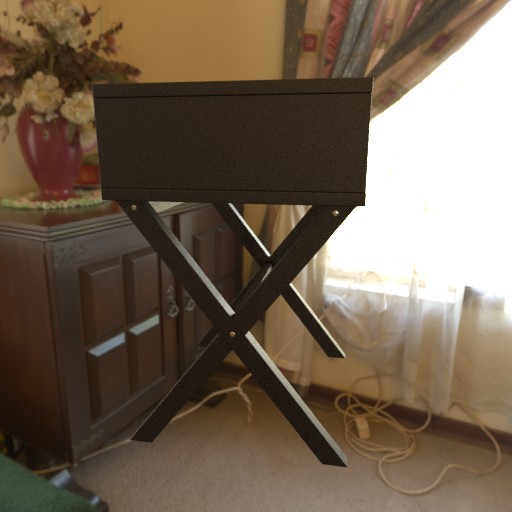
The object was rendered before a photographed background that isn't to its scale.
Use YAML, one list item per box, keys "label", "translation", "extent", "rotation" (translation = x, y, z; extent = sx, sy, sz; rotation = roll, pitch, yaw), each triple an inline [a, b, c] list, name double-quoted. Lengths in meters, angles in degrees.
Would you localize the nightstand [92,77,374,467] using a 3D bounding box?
- label: "nightstand"
  translation: [0.000, 0.000, 0.919]
  extent: [0.402, 0.623, 0.479]
  rotation: [3, 15, 10]
